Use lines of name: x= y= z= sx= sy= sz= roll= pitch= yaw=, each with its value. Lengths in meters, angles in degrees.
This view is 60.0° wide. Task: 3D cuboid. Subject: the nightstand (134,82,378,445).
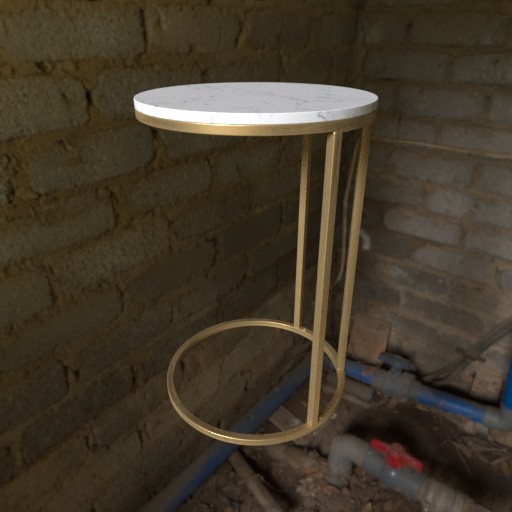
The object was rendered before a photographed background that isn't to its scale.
nightstand: x=0.000 y=0.000 z=0.883 sx=0.400 sy=0.610 sz=0.400 roll=0 pitch=27 yaw=0
